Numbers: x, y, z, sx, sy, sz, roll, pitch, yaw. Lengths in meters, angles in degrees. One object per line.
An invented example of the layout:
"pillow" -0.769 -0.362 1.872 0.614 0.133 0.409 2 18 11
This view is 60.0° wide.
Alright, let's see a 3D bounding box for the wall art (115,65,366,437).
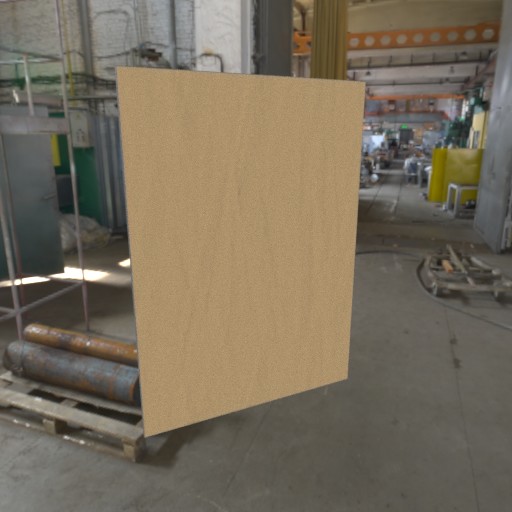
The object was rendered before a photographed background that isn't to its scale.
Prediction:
"wall art" 0.000 0.000 1.464 0.810 1.116 0.016 -7 17 -25
